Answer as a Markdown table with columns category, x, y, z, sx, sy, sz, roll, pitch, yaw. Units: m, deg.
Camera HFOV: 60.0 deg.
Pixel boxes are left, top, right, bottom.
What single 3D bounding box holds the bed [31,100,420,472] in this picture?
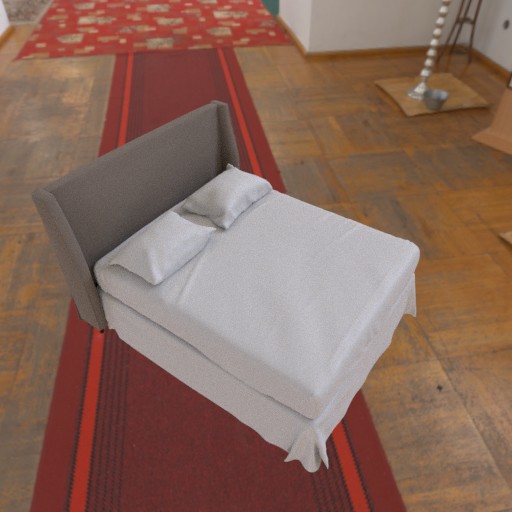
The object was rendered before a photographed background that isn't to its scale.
| category | x | y | z | sx | sy | sz | roll | pitch | yaw |
| --- | --- | --- | --- | --- | --- | --- | --- | --- | --- |
| bed | 0.000 | 0.000 | 3.382 | 2.276 | 1.332 | 1.925 | 25 | 47 | 26 |
